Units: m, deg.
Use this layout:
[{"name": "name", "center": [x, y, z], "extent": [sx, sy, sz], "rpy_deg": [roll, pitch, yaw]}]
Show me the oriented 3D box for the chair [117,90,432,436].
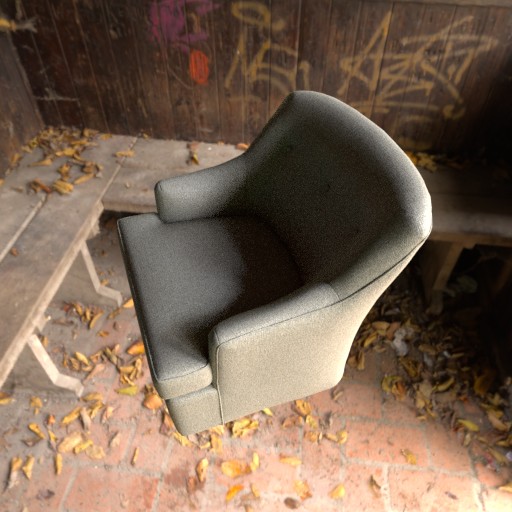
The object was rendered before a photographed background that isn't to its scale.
[{"name": "chair", "center": [0.000, 0.000, 1.622], "extent": [0.923, 0.856, 0.864], "rpy_deg": [-15, 48, -14]}]
